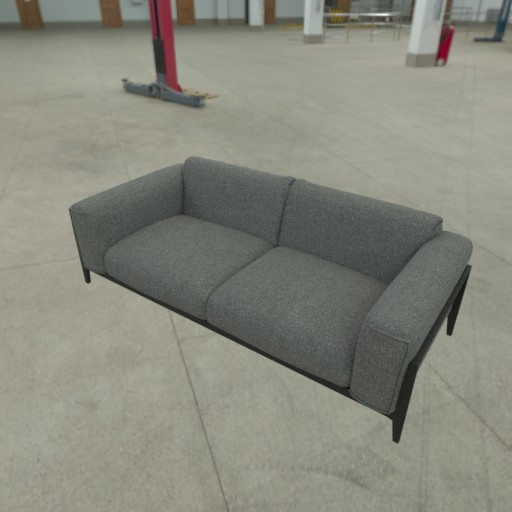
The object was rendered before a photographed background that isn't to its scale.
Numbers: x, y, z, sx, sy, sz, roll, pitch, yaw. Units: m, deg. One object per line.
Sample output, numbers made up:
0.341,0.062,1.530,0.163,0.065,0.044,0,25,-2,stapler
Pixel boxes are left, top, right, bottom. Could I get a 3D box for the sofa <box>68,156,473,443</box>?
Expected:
0.000,0.000,2.558,2.125,0.703,0.985,20,36,30,sofa
